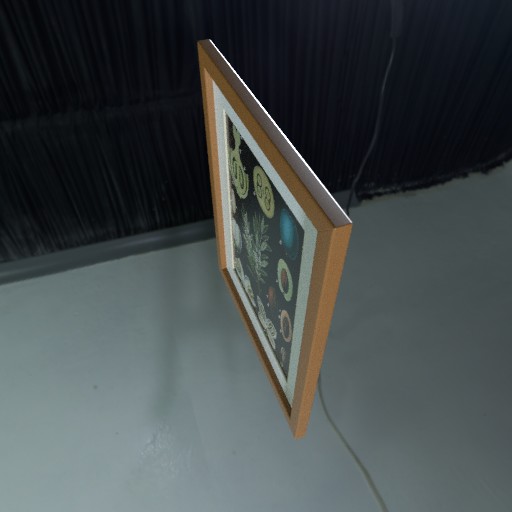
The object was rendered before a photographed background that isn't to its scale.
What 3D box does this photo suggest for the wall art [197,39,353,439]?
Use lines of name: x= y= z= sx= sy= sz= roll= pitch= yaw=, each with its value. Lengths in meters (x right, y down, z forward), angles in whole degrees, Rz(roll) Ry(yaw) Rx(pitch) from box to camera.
wall art: x=0.000 y=0.000 z=0.524 sx=0.015 sy=0.379 sz=0.310 roll=-16 pitch=50 yaw=-14
